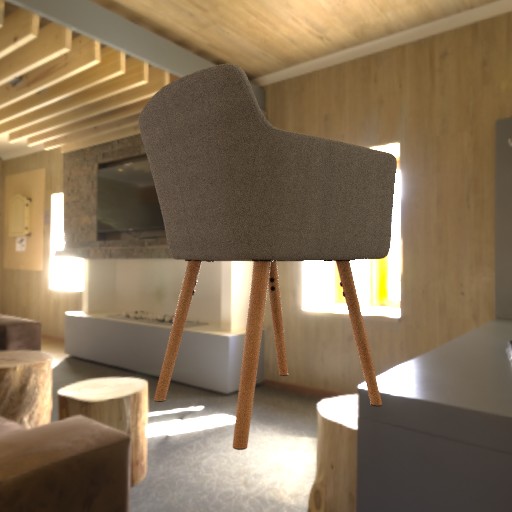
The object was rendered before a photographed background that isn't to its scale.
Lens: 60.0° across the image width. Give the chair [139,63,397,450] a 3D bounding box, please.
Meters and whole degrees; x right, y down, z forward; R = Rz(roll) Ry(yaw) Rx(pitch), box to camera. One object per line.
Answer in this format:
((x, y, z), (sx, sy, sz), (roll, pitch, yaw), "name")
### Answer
((0.000, 0.000, 1.166), (0.540, 0.780, 0.570), (0, -1, -37), "chair")
